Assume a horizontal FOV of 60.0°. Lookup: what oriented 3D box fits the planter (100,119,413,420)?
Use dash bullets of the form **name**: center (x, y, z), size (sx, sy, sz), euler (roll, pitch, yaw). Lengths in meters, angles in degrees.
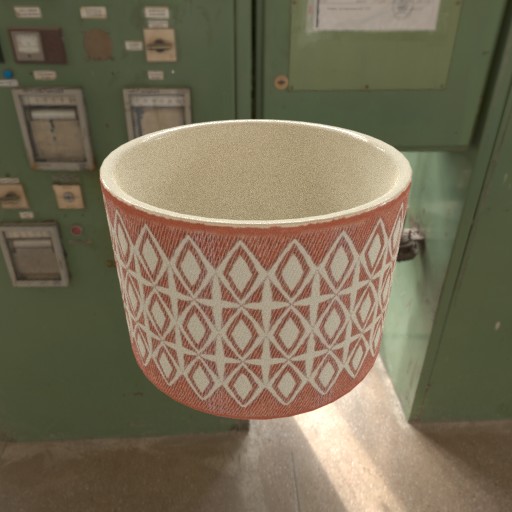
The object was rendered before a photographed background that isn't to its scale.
- **planter**: center (0.000, 0.000, 0.321), size (0.192, 0.148, 0.192), euler (0, 31, 0)
